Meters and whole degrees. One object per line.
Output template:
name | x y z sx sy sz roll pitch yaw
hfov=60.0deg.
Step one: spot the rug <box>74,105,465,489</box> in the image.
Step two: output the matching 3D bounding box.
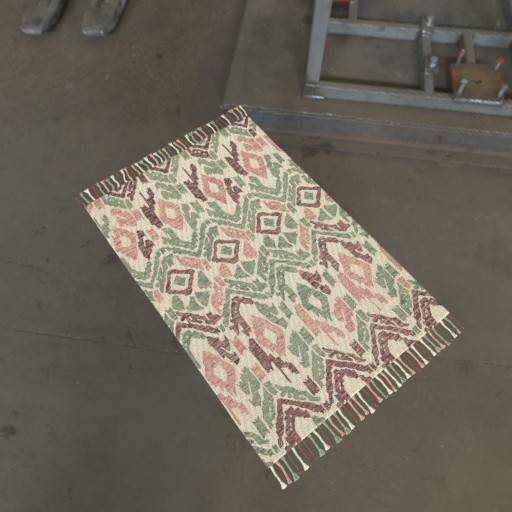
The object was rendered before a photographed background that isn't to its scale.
rug | 0.000 0.000 3.024 1.524 0.011 2.438 -34 67 -17
